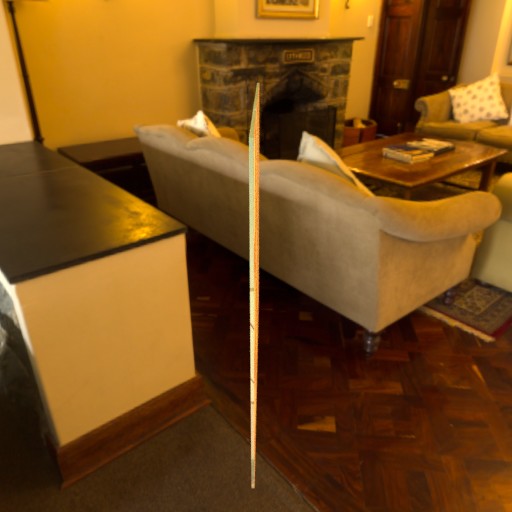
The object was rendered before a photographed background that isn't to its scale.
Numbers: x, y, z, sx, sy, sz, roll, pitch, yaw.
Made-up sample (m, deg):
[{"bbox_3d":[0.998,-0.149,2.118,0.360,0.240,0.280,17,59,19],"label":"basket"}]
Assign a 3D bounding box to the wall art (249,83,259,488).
[{"bbox_3d":[0.000,0.000,2.284,0.013,1.523,1.517,0,27,1],"label":"wall art"}]
